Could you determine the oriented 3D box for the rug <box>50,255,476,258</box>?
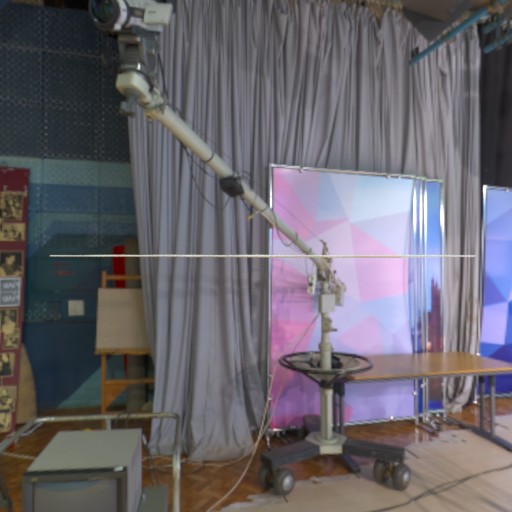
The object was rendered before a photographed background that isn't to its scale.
[{"bbox_3d":[0.000,0.000,2.985,2.442,0.016,1.527,0,0,36],"label":"rug"}]
